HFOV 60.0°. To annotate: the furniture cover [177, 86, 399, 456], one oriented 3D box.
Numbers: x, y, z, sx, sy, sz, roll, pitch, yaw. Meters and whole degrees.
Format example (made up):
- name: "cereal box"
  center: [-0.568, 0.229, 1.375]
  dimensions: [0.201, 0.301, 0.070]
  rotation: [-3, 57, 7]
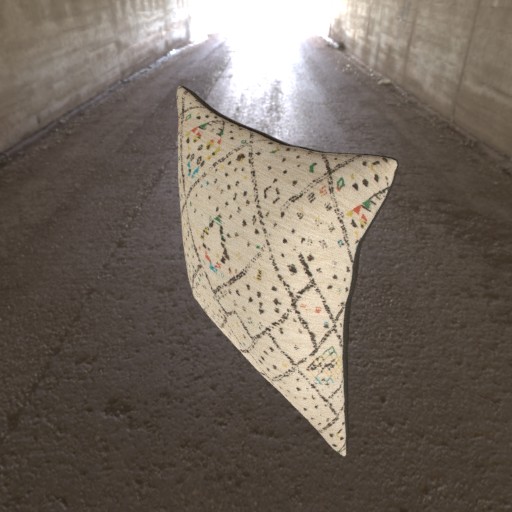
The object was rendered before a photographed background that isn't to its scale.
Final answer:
- name: "furniture cover"
  center: [0.000, 0.000, 0.775]
  dimensions: [0.180, 0.498, 0.525]
  rotation: [-20, 37, -29]
